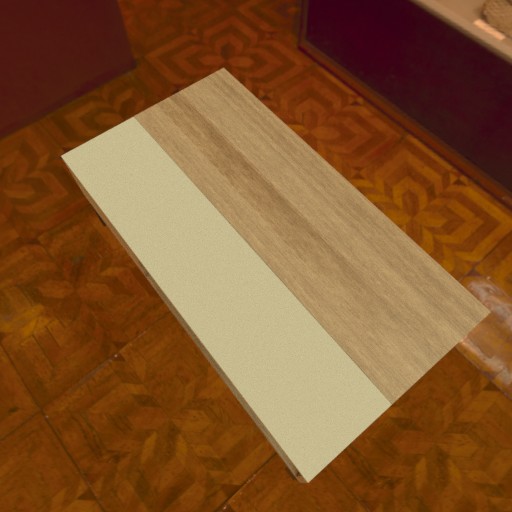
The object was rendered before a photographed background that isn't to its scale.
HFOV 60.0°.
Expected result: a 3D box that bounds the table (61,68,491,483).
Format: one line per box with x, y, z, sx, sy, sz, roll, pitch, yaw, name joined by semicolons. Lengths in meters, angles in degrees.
0.000;0.000;1.354;0.600;0.350;1.100;-35;68;-16;table
